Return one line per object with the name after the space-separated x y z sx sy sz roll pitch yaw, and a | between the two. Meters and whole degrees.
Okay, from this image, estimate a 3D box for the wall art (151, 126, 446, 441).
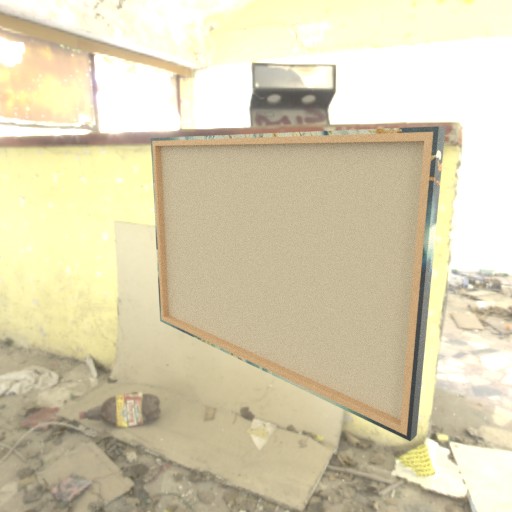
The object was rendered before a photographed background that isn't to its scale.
0.000 0.000 1.431 0.035 0.759 1.138 -13 18 -43 | wall art
